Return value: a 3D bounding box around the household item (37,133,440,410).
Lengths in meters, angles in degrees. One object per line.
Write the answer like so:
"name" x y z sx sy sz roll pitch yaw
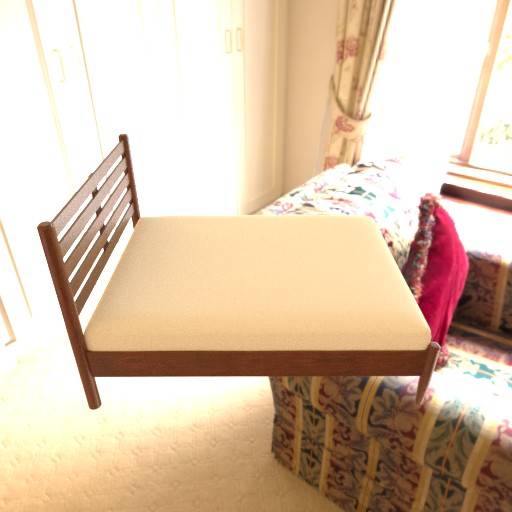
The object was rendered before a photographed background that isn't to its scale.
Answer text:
"household item" 0.000 0.000 3.278 2.232 1.356 1.663 0 31 0
